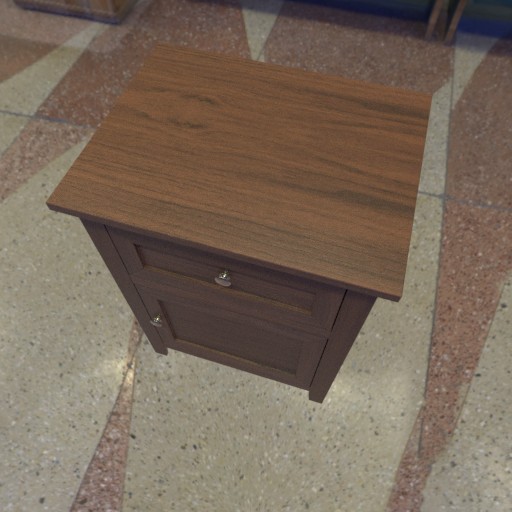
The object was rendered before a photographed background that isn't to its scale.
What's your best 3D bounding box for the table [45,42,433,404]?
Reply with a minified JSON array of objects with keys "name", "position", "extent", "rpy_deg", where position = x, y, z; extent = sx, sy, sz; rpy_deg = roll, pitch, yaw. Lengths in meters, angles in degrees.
[{"name":"table","position":[0.000,0.000,0.928],"extent":[0.480,0.636,0.381],"rpy_deg":[15,60,9]}]
